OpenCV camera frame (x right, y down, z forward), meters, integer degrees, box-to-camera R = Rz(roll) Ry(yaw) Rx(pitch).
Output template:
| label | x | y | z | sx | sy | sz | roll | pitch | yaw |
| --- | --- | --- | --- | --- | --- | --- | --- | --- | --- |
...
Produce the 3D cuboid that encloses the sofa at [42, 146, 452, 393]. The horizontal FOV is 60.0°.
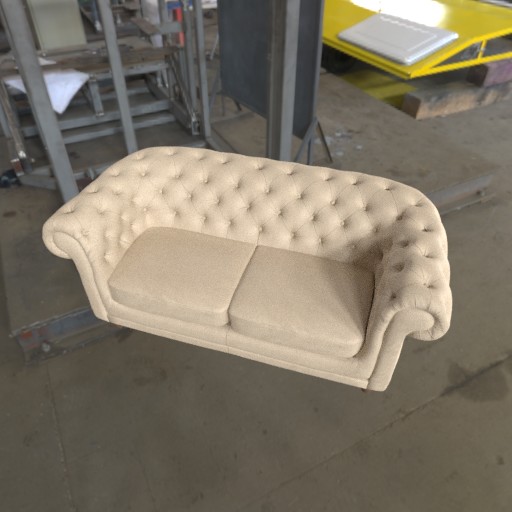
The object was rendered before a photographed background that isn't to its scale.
| label | x | y | z | sx | sy | sz | roll | pitch | yaw |
| --- | --- | --- | --- | --- | --- | --- | --- | --- | --- |
| sofa | 0.000 | 0.000 | 2.575 | 1.988 | 0.835 | 1.069 | 12 | 43 | 13 |
